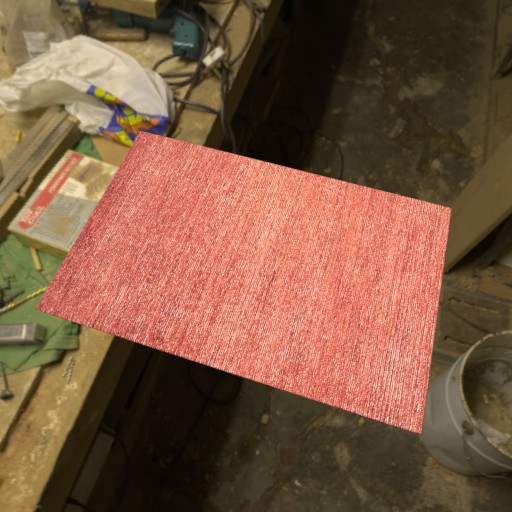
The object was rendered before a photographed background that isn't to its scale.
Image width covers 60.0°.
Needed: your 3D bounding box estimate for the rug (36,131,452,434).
[{"bbox_3d":[0.000,0.000,2.146,1.747,0.011,1.139,16,63,8],"label":"rug"}]
